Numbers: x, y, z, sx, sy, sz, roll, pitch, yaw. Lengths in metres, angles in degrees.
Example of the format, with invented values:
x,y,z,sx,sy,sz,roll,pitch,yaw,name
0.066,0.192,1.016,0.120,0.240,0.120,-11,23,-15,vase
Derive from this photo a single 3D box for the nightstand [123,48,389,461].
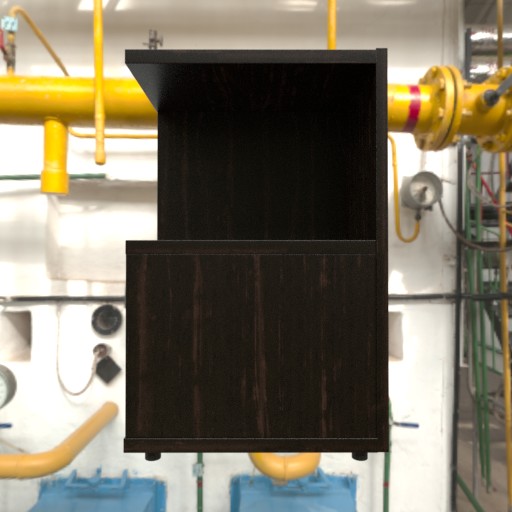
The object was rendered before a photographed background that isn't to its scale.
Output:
x,y,z,sx,sy,sz,roll,pitch,yaw,name
0.000,0.000,0.796,0.356,0.559,0.400,0,-1,0,nightstand
